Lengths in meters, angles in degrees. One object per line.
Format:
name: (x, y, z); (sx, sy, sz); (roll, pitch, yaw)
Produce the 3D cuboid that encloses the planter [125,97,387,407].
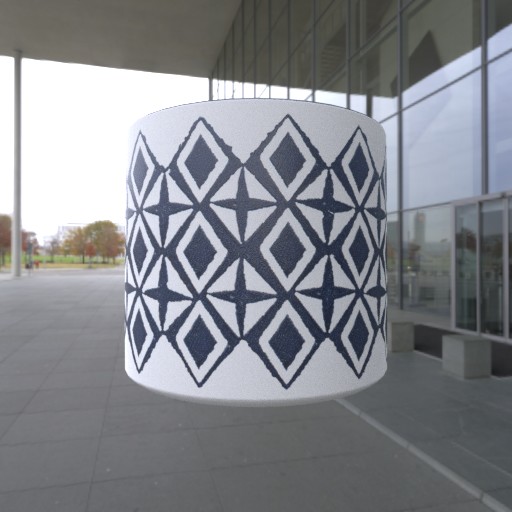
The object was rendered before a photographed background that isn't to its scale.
planter: (0.000, 0.000, 0.395); (0.224, 0.203, 0.224); (0, 0, 0)
